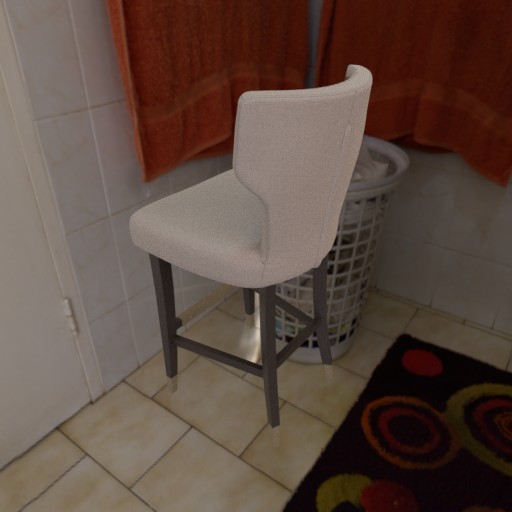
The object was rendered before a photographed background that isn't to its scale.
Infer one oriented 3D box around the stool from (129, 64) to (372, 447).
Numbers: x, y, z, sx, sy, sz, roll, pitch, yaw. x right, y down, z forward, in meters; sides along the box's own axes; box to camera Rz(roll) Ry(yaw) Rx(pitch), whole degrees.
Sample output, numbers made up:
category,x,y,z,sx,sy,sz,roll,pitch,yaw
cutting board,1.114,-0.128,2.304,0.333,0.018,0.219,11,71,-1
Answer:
category,x,y,z,sx,sy,sz,roll,pitch,yaw
stool,0.000,0.000,1.393,0.563,1.092,0.526,22,37,32
